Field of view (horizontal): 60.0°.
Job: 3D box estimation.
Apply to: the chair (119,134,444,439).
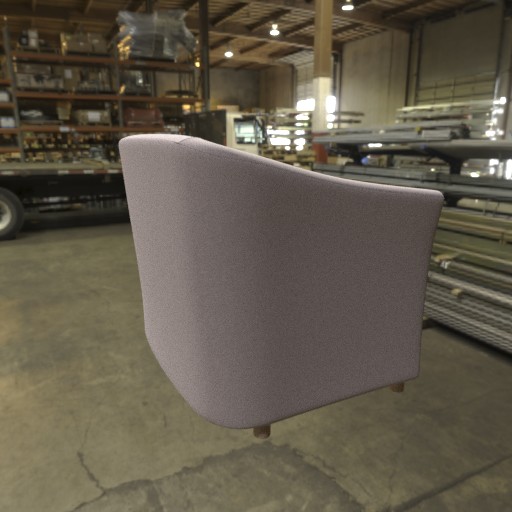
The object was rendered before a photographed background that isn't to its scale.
[{"bbox_3d":[0.000,0.000,1.366,0.700,0.720,0.790,-7,16,-26],"label":"chair"}]
